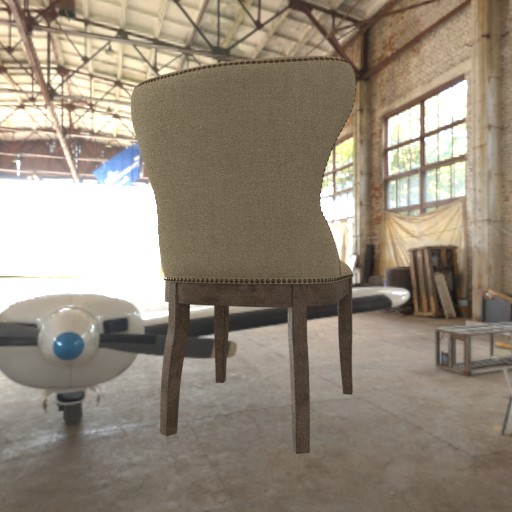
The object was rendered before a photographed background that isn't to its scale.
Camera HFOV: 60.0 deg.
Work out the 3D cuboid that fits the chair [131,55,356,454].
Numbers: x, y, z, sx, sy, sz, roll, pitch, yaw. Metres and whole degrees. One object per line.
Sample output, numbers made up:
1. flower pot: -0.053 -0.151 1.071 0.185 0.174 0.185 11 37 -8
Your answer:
1. chair: 0.000 0.000 1.401 0.654 1.002 0.681 0 -1 18
